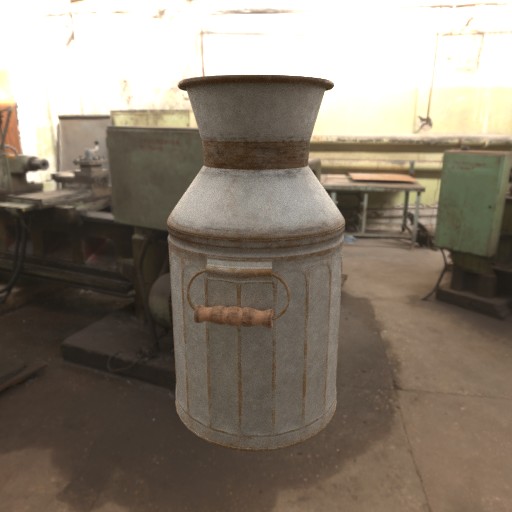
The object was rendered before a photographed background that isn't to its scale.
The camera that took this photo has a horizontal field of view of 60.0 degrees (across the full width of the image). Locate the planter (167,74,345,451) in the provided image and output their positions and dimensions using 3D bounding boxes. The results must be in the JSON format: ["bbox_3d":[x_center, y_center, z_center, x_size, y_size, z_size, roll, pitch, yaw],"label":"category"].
[{"bbox_3d":[0.000,0.000,0.542,0.214,0.396,0.245,3,17,9],"label":"planter"}]
